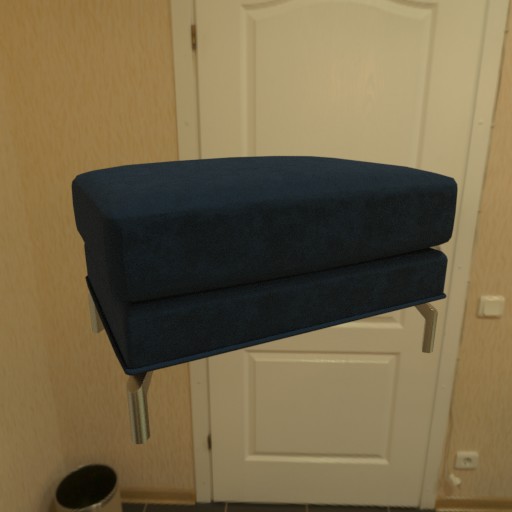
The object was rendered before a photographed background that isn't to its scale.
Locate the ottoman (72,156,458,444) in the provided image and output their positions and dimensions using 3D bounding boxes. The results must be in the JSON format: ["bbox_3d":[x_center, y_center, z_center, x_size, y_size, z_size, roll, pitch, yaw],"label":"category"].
[{"bbox_3d":[0.000,0.000,1.186,0.835,0.498,0.587,-9,19,-26],"label":"ottoman"}]
